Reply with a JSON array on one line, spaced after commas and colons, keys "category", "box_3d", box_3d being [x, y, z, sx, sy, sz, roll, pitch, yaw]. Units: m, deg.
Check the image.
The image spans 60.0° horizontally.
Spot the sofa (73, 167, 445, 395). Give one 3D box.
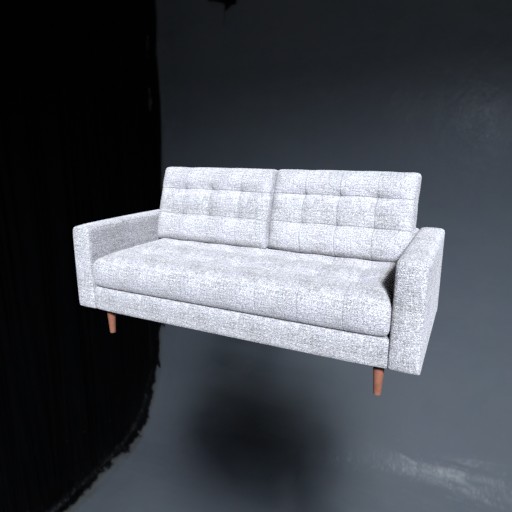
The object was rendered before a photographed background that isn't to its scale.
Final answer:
[{"category": "sofa", "box_3d": [0.000, 0.000, 2.401, 1.821, 0.902, 0.863, 7, 15, 25]}]
